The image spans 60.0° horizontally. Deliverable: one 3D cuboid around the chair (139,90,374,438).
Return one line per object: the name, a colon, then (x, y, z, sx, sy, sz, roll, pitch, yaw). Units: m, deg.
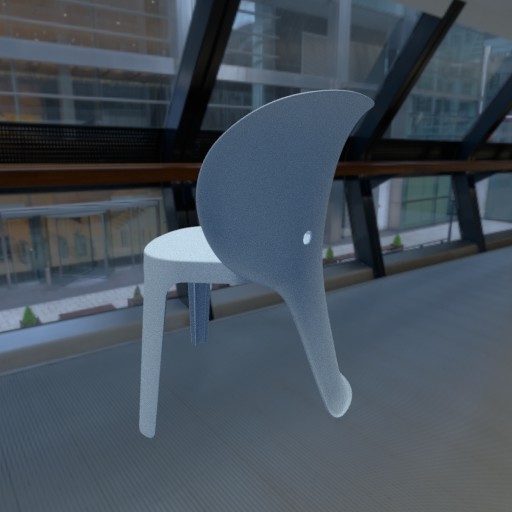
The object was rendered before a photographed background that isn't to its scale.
chair: (0.000, 0.000, 0.845, 0.402, 0.554, 0.451, 2, 14, 7)
